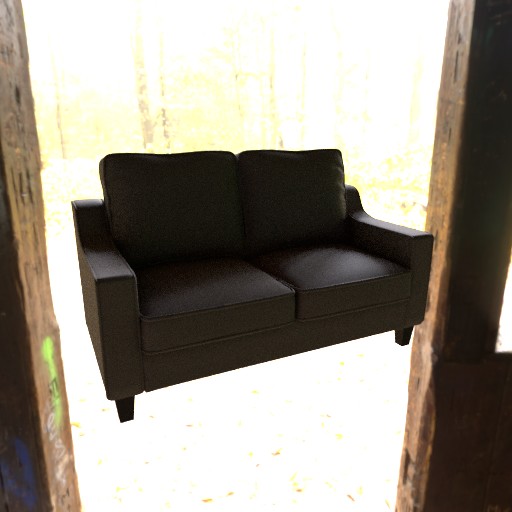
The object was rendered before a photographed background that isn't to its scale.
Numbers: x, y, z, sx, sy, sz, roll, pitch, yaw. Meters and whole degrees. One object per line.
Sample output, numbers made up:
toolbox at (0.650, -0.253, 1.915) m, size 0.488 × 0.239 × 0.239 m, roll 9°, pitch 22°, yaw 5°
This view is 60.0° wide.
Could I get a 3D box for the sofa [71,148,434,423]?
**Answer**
sofa at (0.000, 0.000, 2.067) m, size 1.500 × 0.948 × 0.791 m, roll -8°, pitch 18°, yaw -25°
